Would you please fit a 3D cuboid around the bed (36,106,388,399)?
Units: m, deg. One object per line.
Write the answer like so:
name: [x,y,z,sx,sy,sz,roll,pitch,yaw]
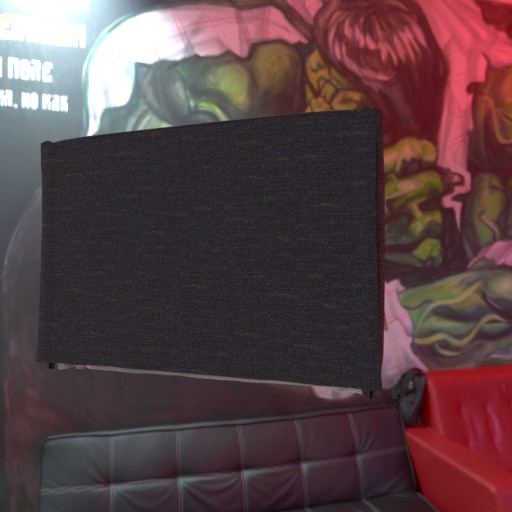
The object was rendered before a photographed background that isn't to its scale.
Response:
bed: [0.000,0.000,3.323,1.925,1.332,2.276,0,-1,18]
